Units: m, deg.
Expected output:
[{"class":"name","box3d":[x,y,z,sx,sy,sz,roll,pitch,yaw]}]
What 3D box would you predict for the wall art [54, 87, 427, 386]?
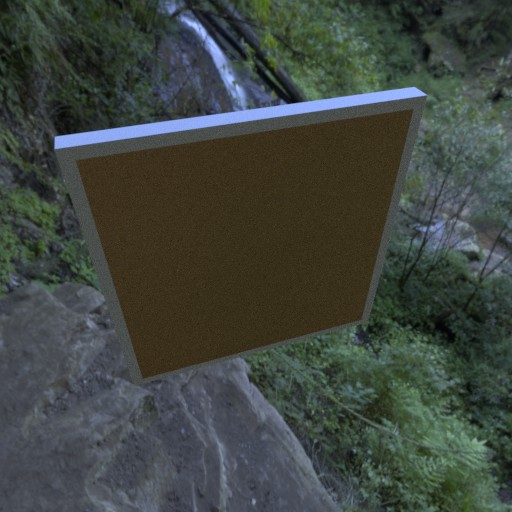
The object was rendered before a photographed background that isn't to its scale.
[{"class":"wall art","box3d":[0.000,0.000,0.459,0.307,0.307,0.020,-12,43,-13]}]
